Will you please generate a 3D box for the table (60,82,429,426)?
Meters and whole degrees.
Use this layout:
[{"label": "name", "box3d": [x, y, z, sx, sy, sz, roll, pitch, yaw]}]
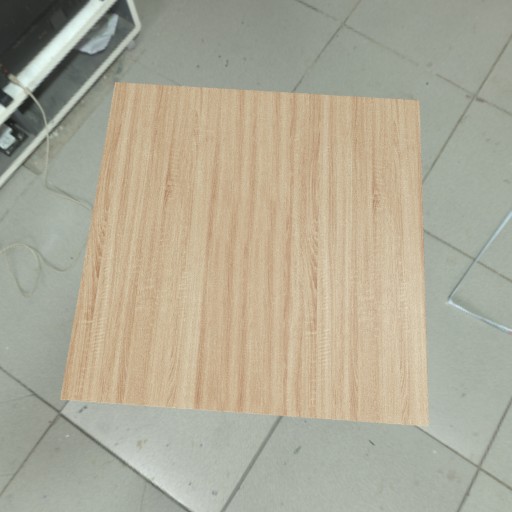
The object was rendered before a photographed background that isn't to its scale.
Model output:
[{"label": "table", "box3d": [0.000, 0.000, 1.035, 0.670, 0.305, 0.670, 4, 75, 1]}]
